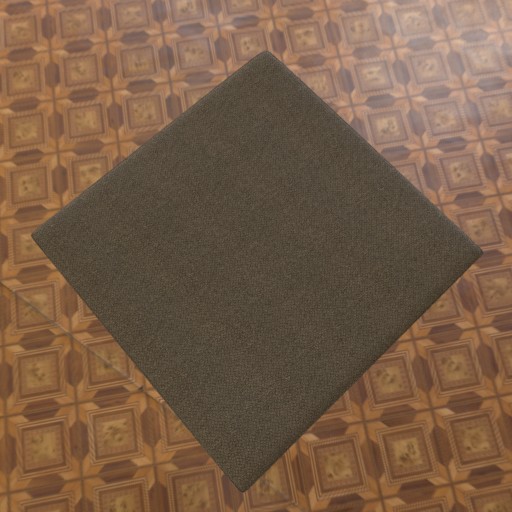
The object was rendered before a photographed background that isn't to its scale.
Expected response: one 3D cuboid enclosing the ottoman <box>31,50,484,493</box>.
[{"bbox_3d":[0.000,0.000,1.466,0.981,0.378,0.970,-41,79,-10],"label":"ottoman"}]
